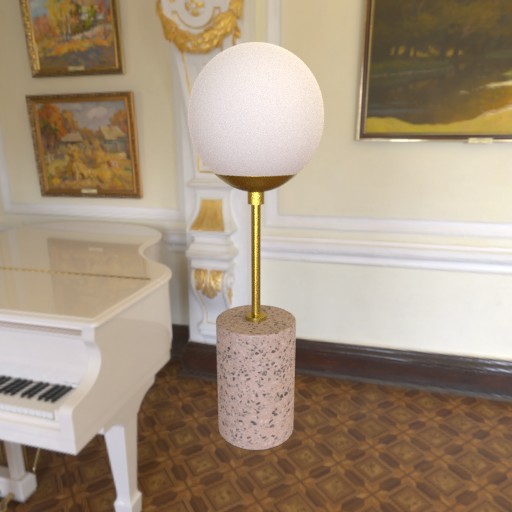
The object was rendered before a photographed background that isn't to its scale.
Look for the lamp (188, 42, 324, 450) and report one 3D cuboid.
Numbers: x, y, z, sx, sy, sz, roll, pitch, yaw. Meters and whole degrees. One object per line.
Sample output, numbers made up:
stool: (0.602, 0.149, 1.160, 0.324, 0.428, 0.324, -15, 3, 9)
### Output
lamp: (0.000, 0.000, 0.545, 0.153, 0.480, 0.153, 0, 15, 0)
